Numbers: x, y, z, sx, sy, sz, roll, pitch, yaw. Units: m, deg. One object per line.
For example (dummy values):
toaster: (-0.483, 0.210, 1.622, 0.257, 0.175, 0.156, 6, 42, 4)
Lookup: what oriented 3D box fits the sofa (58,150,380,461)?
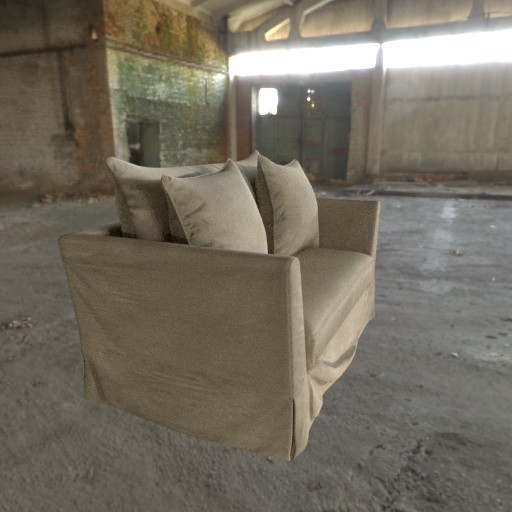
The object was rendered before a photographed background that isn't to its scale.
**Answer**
sofa: (0.000, 0.000, 2.274, 1.035, 1.040, 1.608, 6, 16, 24)
